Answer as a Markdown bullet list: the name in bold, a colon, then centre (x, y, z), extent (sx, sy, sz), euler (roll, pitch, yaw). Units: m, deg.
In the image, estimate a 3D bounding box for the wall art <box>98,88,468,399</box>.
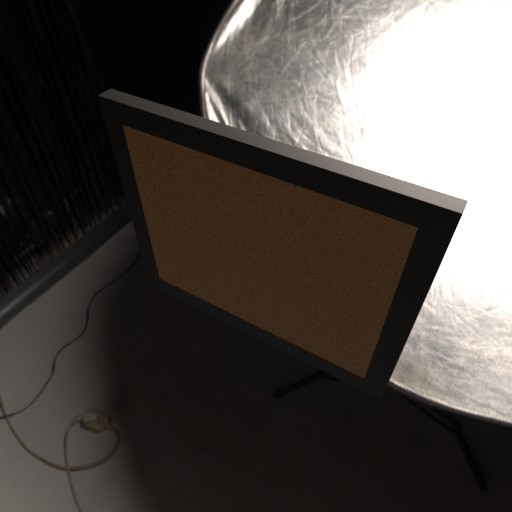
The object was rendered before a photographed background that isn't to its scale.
- **wall art**: centre (0.000, 0.000, 0.773), extent (0.561, 0.460, 0.028), euler (23, 51, 21)
